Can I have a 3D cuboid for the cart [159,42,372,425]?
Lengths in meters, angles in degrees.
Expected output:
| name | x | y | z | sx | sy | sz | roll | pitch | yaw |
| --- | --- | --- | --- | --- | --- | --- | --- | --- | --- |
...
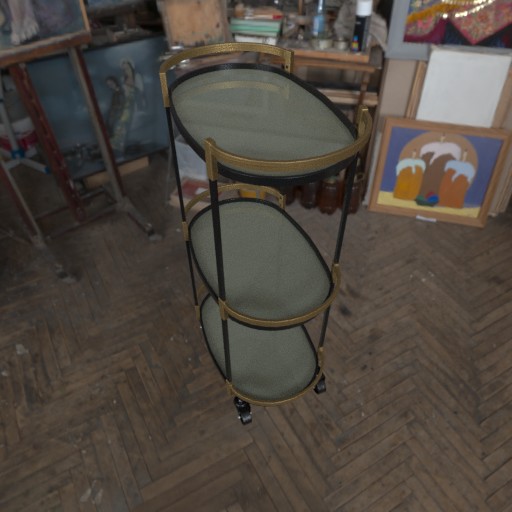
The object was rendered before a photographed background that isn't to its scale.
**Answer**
| name | x | y | z | sx | sy | sz | roll | pitch | yaw |
| --- | --- | --- | --- | --- | --- | --- | --- | --- | --- |
| cart | 0.000 | 0.000 | 1.144 | 0.311 | 0.885 | 0.515 | -17 | 47 | -16 |
